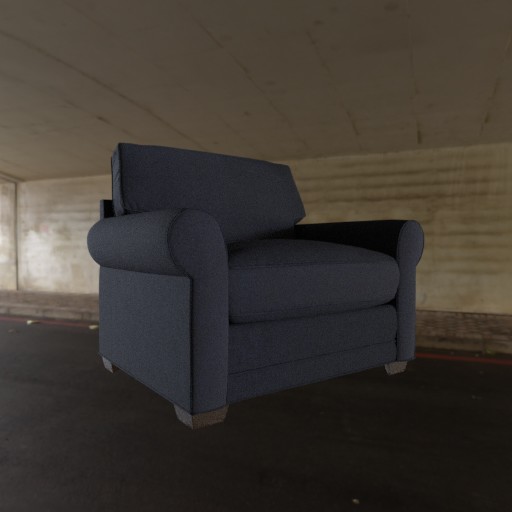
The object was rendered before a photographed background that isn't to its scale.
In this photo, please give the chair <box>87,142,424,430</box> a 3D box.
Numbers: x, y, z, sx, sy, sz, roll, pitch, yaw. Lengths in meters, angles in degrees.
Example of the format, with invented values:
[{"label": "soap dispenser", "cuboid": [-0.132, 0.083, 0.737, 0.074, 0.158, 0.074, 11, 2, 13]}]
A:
[{"label": "chair", "cuboid": [0.000, 0.000, 2.006, 1.285, 1.044, 0.963, -1, 2, -36]}]
